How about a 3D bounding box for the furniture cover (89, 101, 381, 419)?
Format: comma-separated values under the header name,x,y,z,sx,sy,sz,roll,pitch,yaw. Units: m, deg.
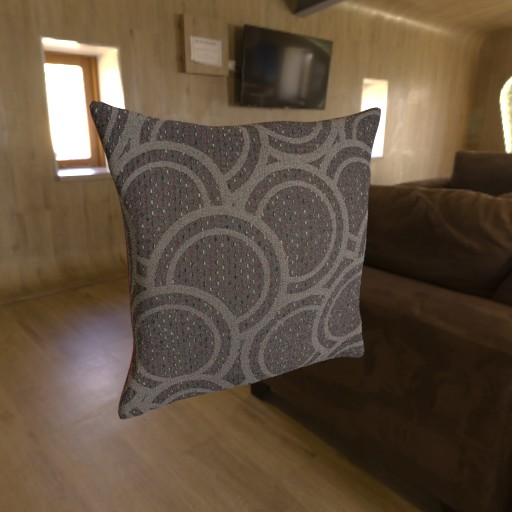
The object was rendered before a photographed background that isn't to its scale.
name,x,y,z,sx,sy,sz,roll,pitch,yaw
furniture cover,0.000,0.000,0.787,0.514,0.513,0.163,-7,17,-25
